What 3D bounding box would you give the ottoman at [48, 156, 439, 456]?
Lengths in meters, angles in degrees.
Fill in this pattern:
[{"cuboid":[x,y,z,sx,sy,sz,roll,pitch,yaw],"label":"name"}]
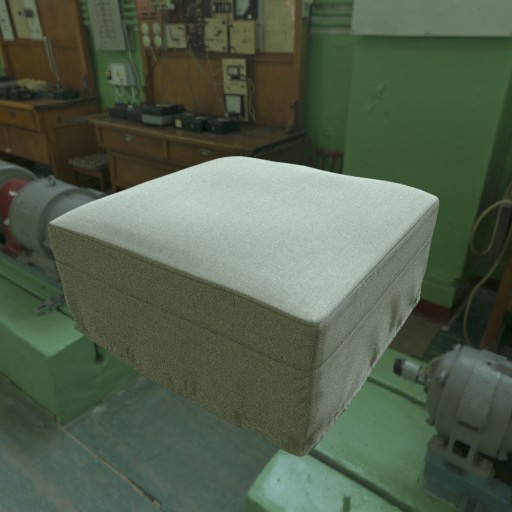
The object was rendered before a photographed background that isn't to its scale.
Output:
[{"cuboid":[0.000,0.000,1.350,0.843,0.436,0.840,18,32,30],"label":"ottoman"}]
